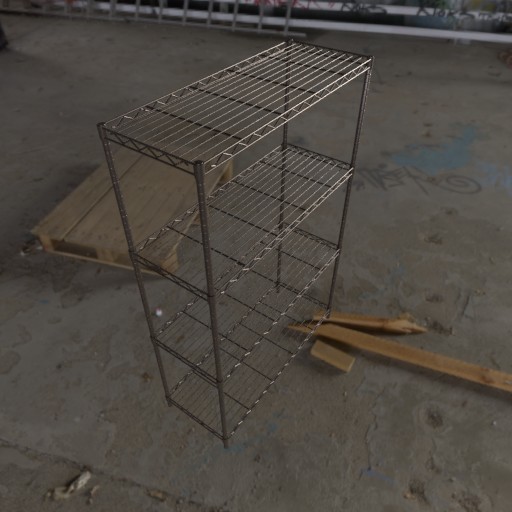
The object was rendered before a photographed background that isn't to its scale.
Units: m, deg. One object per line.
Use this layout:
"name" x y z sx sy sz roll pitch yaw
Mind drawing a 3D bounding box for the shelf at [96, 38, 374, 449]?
"shelf" 0.000 0.000 1.768 0.352 1.361 0.907 26 48 26
